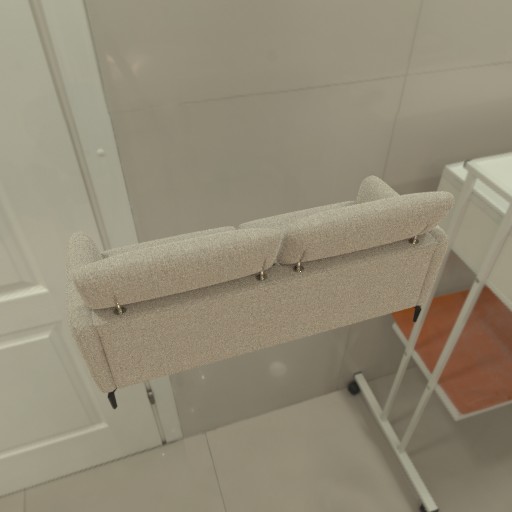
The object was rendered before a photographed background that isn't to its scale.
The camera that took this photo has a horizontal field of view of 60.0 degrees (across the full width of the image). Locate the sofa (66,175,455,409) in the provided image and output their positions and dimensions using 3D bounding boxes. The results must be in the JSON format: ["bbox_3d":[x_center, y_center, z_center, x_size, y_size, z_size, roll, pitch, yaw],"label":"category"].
[{"bbox_3d":[0.000,0.000,2.519,2.015,0.956,0.856,-13,43,-14],"label":"sofa"}]
